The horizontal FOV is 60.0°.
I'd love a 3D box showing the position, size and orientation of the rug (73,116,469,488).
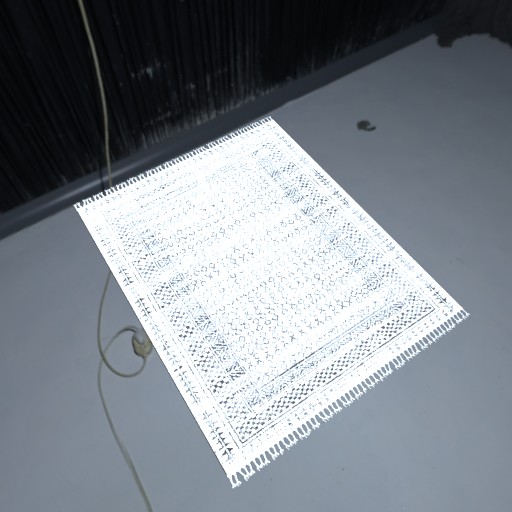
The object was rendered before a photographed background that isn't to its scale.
[{"bbox_3d":[0.000,0.000,3.957,2.312,0.013,2.940,-29,62,-17],"label":"rug"}]
